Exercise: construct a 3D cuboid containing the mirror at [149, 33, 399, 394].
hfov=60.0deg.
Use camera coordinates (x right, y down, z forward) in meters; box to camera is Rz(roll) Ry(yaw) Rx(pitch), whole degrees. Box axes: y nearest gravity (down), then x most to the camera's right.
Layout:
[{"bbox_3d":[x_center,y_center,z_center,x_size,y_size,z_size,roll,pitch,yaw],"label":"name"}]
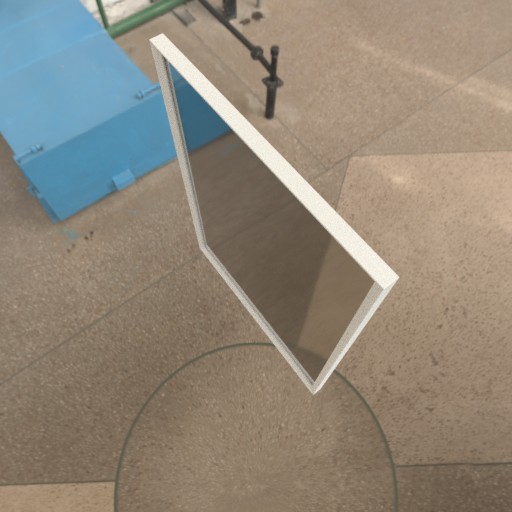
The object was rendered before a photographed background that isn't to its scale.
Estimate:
[{"bbox_3d":[0.000,0.000,1.327,0.041,1.016,0.762,-33,68,-16],"label":"mirror"}]
